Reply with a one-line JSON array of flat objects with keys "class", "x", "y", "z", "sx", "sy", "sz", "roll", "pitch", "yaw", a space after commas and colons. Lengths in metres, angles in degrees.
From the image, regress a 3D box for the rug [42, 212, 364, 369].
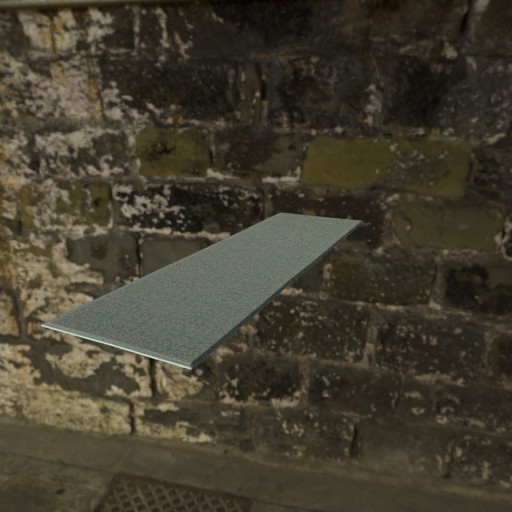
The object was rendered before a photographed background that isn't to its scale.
[{"class": "rug", "x": 0.000, "y": 0.000, "z": 2.412, "sx": 0.662, "sy": 0.011, "sz": 2.196, "roll": 9, "pitch": 19, "yaw": 25}]
